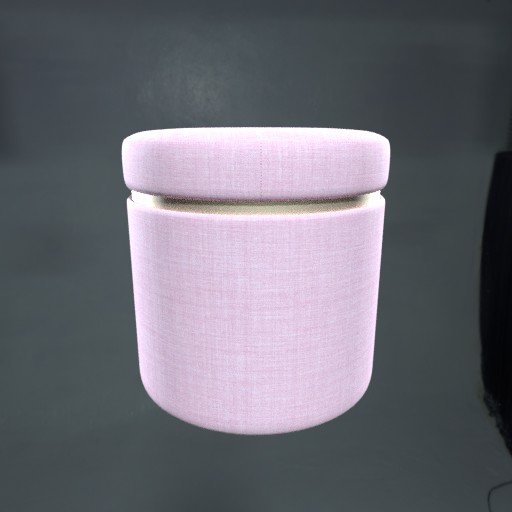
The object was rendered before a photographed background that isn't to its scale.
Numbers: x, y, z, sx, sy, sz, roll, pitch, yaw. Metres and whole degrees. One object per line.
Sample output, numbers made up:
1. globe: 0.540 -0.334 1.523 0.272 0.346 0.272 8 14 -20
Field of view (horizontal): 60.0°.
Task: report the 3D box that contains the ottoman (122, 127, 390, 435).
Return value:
1. ottoman: 0.000 0.000 0.732 0.400 0.406 0.400 0 15 0
